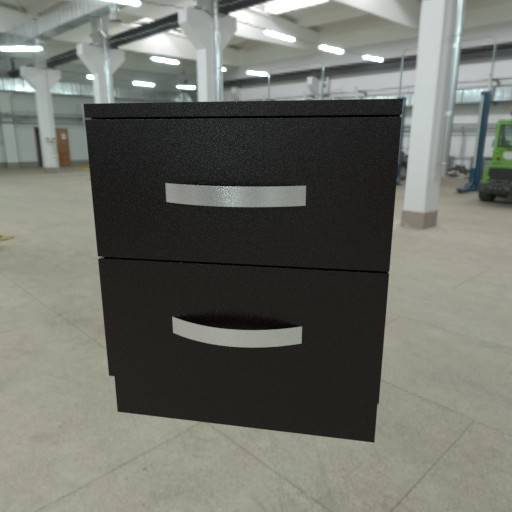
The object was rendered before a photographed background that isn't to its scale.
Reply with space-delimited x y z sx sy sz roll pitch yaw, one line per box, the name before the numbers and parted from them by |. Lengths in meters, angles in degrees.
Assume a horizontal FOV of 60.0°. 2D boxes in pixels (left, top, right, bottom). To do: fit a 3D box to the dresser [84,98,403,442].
dresser | 0.000 0.000 0.747 0.400 0.470 0.360 3 15 10
